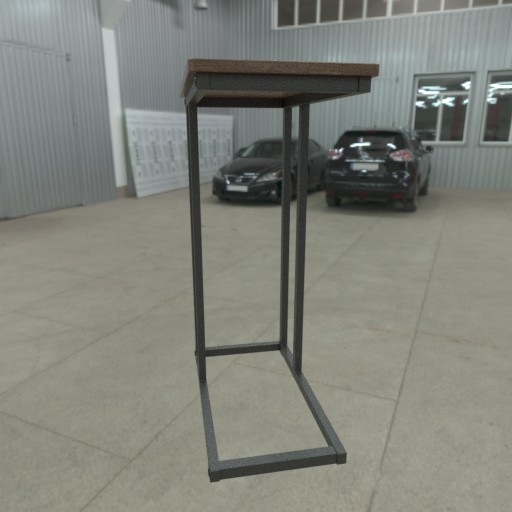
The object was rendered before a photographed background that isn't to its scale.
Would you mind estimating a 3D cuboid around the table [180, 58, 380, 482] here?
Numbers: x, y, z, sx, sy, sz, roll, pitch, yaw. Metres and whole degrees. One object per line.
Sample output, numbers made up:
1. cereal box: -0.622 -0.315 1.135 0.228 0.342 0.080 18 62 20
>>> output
1. table: 0.000 0.000 0.860 0.254 0.637 0.450 -3 16 -10
